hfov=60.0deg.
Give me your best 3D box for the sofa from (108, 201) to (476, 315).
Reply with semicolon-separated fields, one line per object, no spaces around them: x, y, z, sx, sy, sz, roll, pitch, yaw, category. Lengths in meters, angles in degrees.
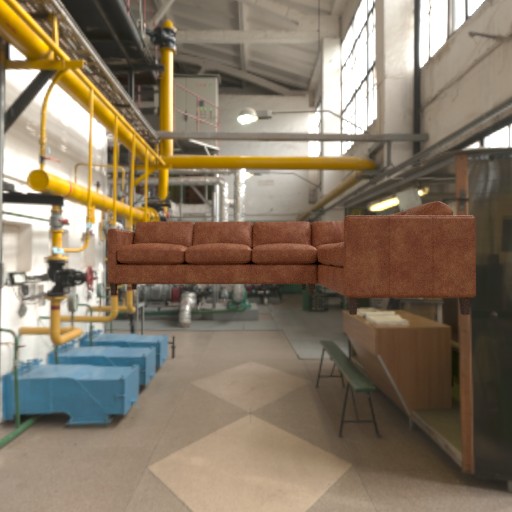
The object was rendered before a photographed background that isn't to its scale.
0.000;0.000;4.362;3.167;0.838;2.438;0;0;0;sofa
